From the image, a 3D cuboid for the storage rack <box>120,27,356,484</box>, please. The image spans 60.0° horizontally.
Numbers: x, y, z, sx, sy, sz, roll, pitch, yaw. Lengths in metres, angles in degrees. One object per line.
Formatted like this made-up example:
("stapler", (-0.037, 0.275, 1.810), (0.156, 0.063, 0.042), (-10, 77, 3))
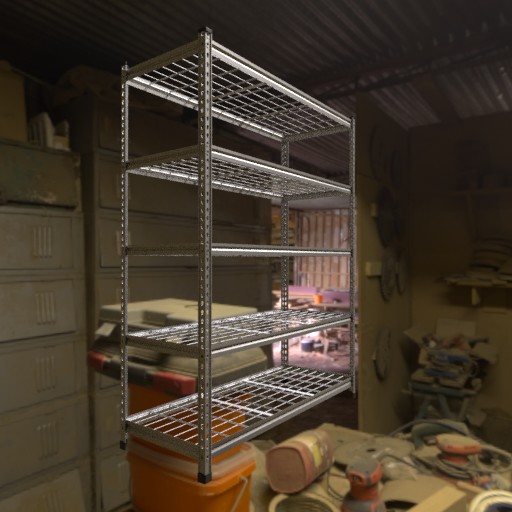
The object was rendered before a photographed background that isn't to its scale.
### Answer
("storage rack", (0.000, 0.000, 2.704), (0.610, 1.981, 1.524), (0, -1, 37))
